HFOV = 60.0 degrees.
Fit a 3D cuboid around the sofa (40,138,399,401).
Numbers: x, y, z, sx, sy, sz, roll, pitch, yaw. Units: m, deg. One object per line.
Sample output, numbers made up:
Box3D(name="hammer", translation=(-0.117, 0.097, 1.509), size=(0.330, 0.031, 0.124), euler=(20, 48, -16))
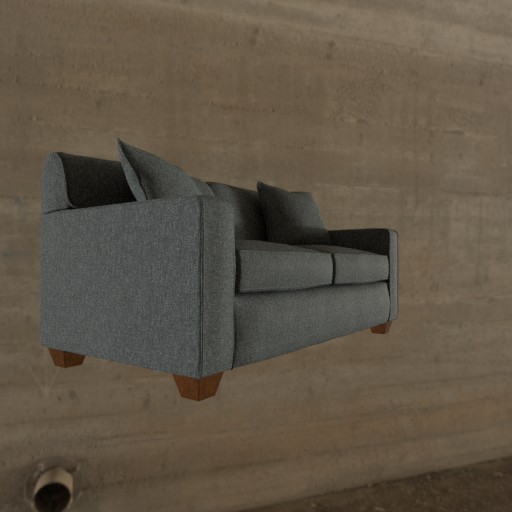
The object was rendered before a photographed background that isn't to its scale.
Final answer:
Box3D(name="sofa", translation=(0.000, 0.000, 2.363), size=(0.998, 0.958, 1.846), euler=(-1, -1, 36))
